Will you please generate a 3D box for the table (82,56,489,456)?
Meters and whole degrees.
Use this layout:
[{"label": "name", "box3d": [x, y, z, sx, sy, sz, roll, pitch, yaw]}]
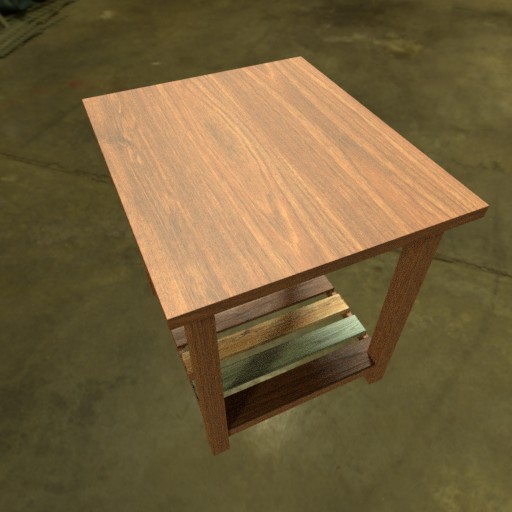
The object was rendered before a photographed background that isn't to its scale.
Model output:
[{"label": "table", "box3d": [0.000, 0.000, 1.100, 0.559, 0.635, 0.660, -18, 49, -17]}]
